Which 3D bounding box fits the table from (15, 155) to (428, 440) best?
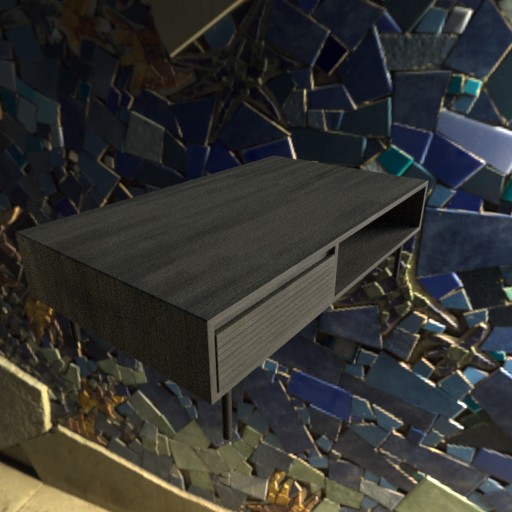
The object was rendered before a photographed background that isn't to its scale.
[{"bbox_3d":[0.000,0.000,1.361,0.643,0.347,1.088,18,30,34],"label":"table"}]
